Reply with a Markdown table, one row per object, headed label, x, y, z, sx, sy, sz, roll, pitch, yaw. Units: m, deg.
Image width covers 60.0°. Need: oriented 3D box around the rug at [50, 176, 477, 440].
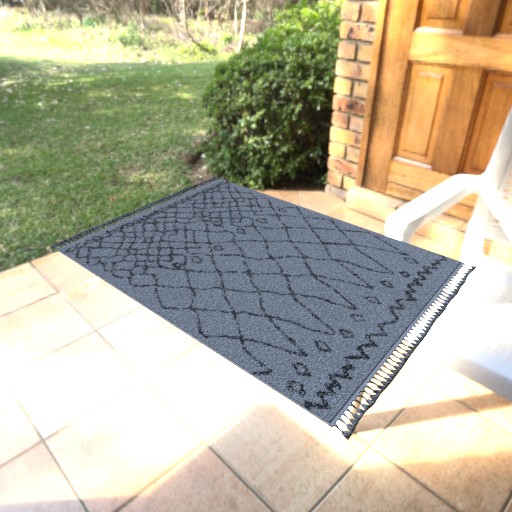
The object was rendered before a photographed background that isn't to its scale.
| label | x | y | z | sx | sy | sz | roll | pitch | yaw |
| --- | --- | --- | --- | --- | --- | --- | --- | --- | --- |
| rug | 0.000 | 0.000 | 2.910 | 2.312 | 0.017 | 1.613 | 24 | 40 | 33 |
